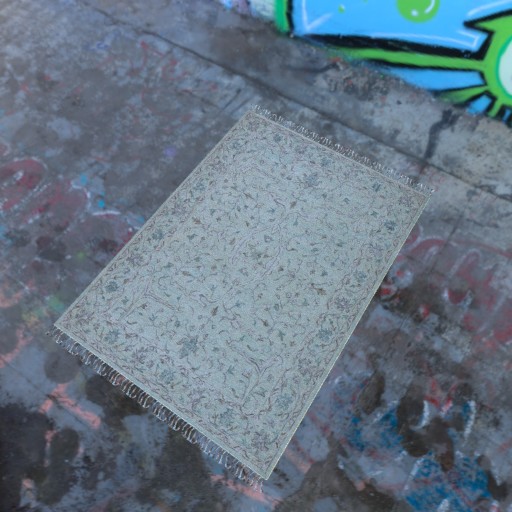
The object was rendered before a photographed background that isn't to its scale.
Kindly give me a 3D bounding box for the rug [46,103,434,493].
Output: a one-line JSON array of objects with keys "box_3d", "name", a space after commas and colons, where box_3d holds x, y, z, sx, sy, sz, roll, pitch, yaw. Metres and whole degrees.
[{"box_3d": [0.000, 0.000, 2.302, 1.247, 0.008, 1.802, 30, 66, 15], "name": "rug"}]
